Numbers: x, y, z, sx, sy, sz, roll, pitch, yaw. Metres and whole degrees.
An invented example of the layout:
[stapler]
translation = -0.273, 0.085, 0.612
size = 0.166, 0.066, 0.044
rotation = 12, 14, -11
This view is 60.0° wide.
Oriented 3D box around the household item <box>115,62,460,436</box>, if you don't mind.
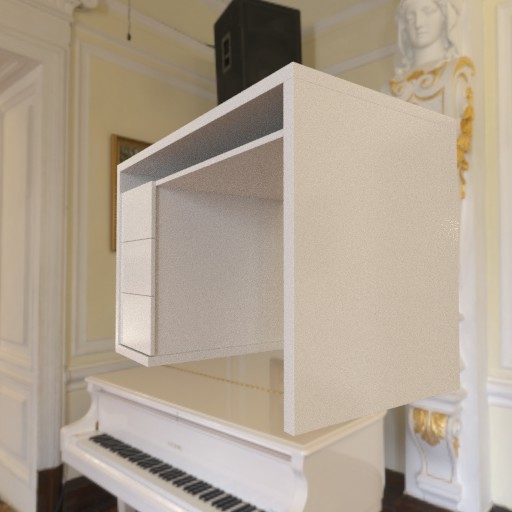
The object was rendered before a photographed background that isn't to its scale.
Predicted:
[household item]
translation = 0.000, 0.000, 1.505
size = 0.597, 0.749, 1.100
rotation = 1, -2, -35
